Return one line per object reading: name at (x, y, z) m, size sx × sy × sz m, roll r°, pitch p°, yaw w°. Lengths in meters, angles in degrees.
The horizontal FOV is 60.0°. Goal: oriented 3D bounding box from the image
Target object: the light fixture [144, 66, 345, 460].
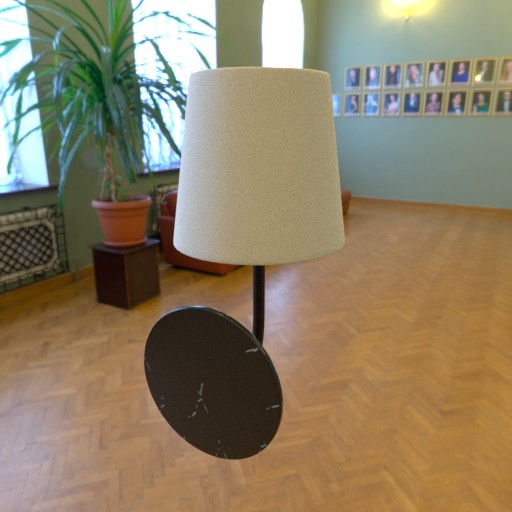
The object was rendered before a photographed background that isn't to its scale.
light fixture at (0.000, 0.000, 0.443) m, size 0.168 × 0.337 × 0.188 m, roll 9°, pitch 18°, yaw 27°
